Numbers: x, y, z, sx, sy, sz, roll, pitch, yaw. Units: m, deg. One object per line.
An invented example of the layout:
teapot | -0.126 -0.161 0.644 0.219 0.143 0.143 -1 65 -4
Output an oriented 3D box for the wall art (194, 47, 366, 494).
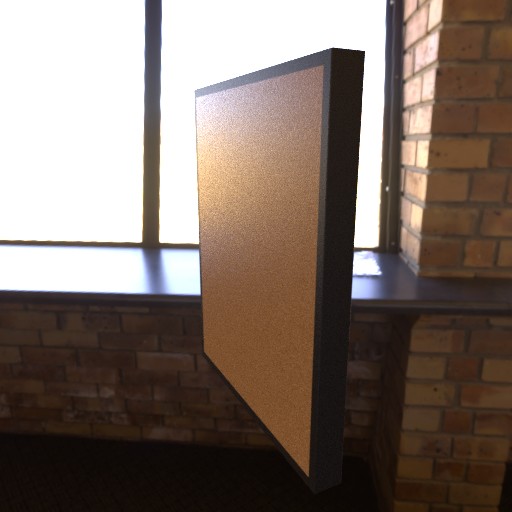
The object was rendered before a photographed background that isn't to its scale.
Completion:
wall art | 0.000 0.000 0.485 0.030 0.369 0.294 -7 16 -25
